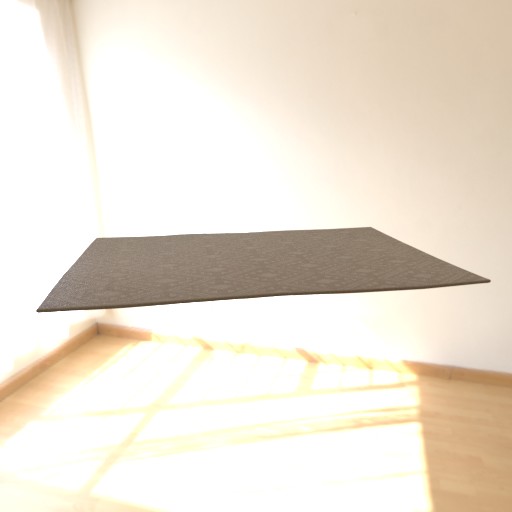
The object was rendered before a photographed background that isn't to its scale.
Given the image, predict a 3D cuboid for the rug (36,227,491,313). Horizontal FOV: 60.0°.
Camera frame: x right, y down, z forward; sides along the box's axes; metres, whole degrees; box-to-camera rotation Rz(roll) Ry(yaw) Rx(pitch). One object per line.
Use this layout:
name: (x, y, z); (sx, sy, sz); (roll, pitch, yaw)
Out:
rug: (0.000, 0.000, 2.344); (1.829, 0.034, 1.252); (-2, 15, -9)
